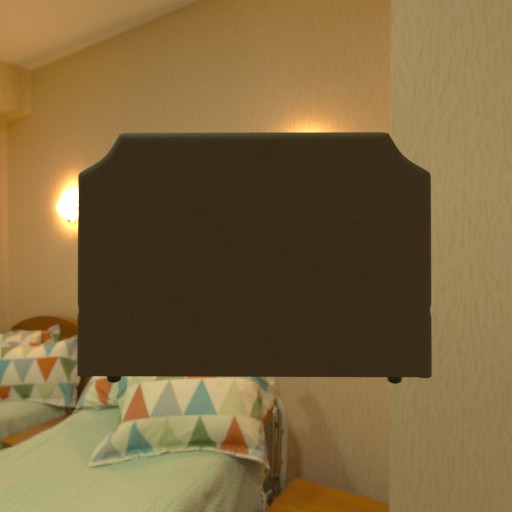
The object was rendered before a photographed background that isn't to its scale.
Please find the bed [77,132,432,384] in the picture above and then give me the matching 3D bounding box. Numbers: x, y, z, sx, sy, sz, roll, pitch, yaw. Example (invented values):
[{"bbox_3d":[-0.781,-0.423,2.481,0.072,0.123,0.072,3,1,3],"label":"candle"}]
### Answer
[{"bbox_3d":[0.000,0.000,3.336,1.831,1.297,2.181,0,1,1],"label":"bed"}]
